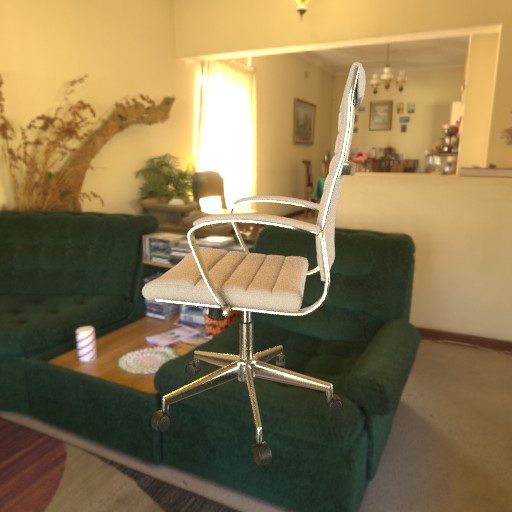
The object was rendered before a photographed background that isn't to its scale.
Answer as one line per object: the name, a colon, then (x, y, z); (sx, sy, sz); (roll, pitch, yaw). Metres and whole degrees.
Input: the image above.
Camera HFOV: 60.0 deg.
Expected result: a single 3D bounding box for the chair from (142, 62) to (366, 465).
chair: (0.000, 0.000, 1.528); (0.667, 1.149, 0.679); (2, 13, 9)
